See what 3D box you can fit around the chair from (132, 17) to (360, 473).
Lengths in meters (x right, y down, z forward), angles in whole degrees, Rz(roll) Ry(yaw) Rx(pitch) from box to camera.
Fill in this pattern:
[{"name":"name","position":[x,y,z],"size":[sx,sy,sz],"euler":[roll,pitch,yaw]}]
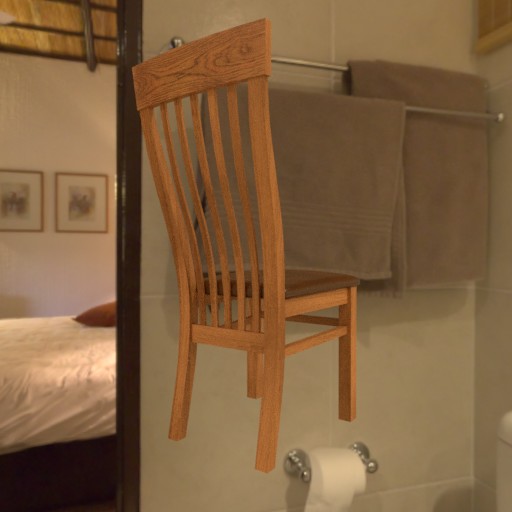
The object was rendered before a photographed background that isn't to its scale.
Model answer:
[{"name":"chair","position":[0.000,0.000,1.327],"size":[0.450,1.050,0.580],"euler":[0,1,36]}]
